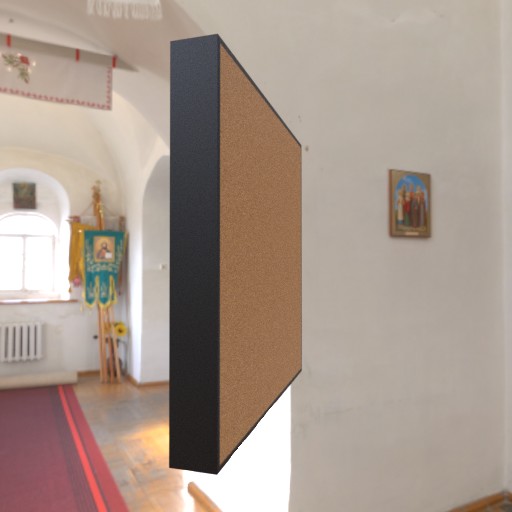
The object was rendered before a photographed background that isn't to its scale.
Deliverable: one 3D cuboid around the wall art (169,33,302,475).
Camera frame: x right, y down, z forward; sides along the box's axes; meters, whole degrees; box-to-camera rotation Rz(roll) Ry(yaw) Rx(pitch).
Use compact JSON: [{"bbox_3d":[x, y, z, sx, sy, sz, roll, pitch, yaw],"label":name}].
[{"bbox_3d":[0.000,0.000,0.455,0.037,0.303,0.304,0,-1,17],"label":"wall art"}]
